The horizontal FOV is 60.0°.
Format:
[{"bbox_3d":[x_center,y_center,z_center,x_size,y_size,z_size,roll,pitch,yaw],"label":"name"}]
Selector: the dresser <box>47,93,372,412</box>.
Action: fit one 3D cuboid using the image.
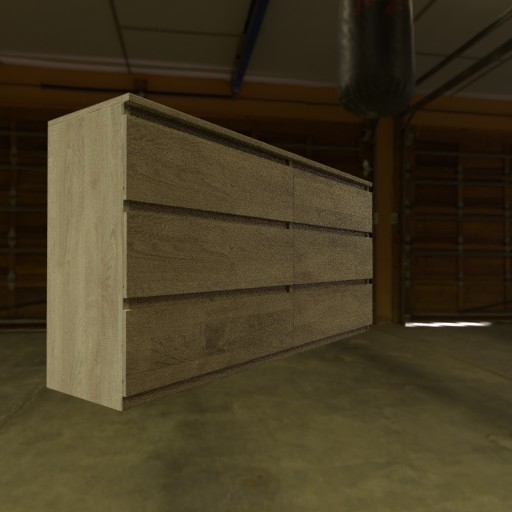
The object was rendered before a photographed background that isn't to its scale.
[{"bbox_3d":[0.000,0.000,1.848,0.390,0.795,1.590,0,-1,36],"label":"dresser"}]
